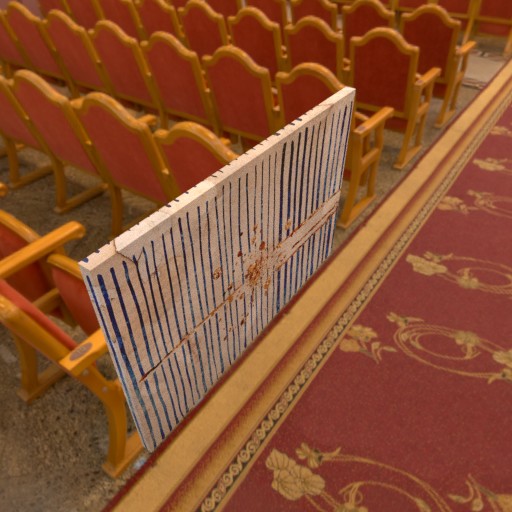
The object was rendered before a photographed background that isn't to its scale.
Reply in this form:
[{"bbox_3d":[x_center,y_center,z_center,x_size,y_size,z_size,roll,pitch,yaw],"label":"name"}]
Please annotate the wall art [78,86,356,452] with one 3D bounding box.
[{"bbox_3d":[0.000,0.000,1.169,0.030,0.609,0.919,25,47,26],"label":"wall art"}]
